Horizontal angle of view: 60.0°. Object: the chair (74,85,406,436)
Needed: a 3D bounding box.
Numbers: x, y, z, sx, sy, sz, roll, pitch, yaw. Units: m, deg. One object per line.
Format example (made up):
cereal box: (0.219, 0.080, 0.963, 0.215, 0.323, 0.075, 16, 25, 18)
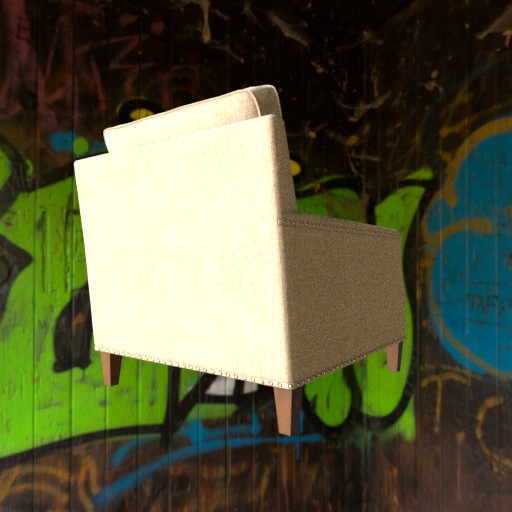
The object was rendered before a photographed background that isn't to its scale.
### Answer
chair: (0.000, 0.000, 1.700, 0.853, 0.943, 1.014, 0, -1, 36)
